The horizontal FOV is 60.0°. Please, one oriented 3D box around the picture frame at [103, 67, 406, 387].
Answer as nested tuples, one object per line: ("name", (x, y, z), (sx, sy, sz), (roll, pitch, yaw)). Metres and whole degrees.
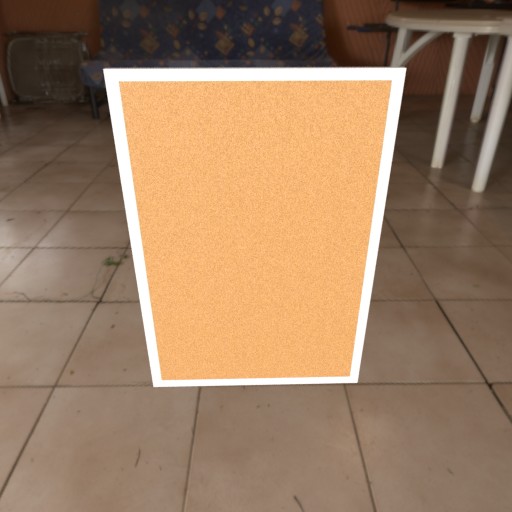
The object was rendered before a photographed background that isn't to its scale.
("picture frame", (0.000, 0.000, 0.836), (0.457, 0.657, 0.013), (-1, 30, -1))
